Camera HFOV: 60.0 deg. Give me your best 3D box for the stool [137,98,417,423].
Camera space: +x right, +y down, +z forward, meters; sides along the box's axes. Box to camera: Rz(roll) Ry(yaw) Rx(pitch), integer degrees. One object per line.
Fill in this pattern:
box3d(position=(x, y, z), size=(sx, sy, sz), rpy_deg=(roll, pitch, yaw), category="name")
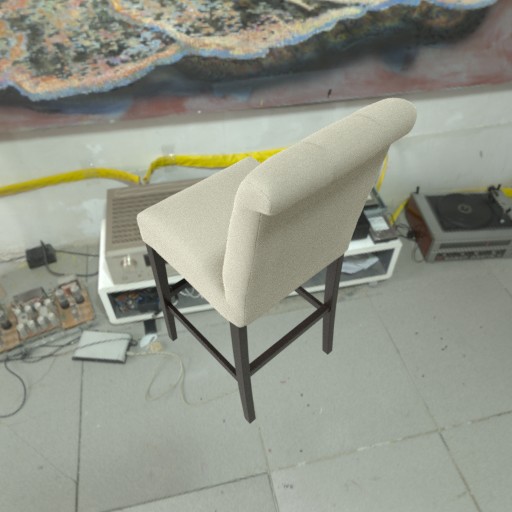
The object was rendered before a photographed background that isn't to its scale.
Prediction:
box3d(position=(0.000, 0.000, 1.420), size=(0.482, 1.118, 0.610), rpy_deg=(-33, 55, -28), category="stool")
